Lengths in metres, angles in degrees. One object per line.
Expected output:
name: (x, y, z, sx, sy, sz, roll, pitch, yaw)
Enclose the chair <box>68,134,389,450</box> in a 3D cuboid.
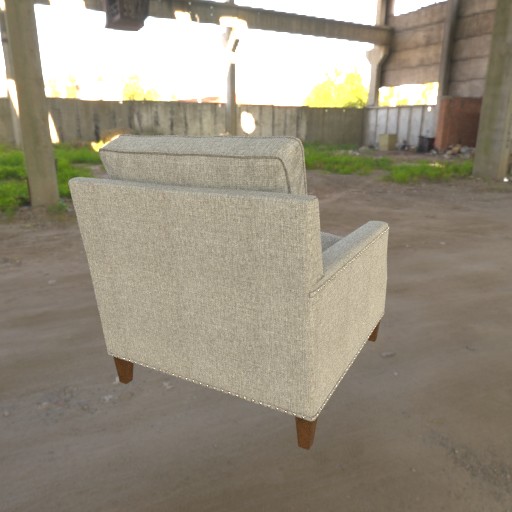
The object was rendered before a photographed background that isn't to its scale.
chair: (0.000, 0.000, 1.756, 0.853, 0.943, 1.014, 9, 19, 27)
